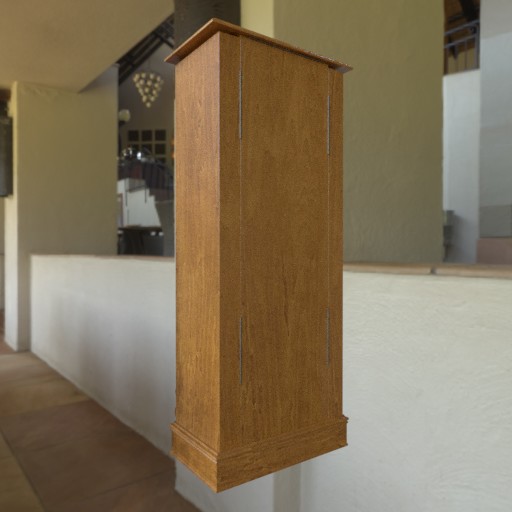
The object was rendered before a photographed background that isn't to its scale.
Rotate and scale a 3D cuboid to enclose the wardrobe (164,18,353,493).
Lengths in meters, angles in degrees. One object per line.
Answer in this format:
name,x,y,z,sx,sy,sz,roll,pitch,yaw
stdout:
wardrobe,0.000,0.000,1.113,0.406,0.959,0.273,0,1,-36
